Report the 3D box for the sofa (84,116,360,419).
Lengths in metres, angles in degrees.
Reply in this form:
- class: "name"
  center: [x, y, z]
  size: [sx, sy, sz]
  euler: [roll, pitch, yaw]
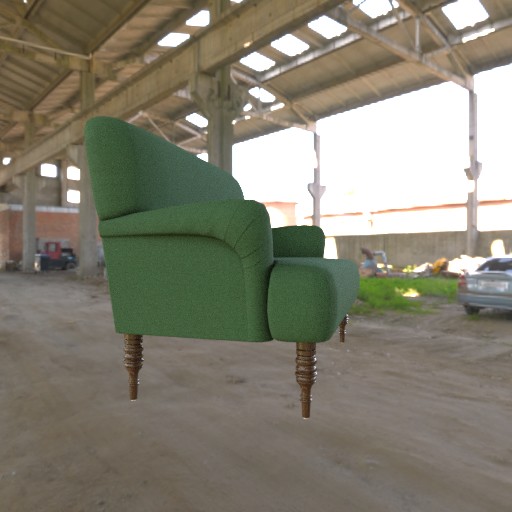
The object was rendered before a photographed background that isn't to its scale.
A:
- class: "sofa"
  center: [0.000, 0.000, 1.822]
  size: [0.779, 0.889, 1.297]
  euler: [0, 0, 16]
